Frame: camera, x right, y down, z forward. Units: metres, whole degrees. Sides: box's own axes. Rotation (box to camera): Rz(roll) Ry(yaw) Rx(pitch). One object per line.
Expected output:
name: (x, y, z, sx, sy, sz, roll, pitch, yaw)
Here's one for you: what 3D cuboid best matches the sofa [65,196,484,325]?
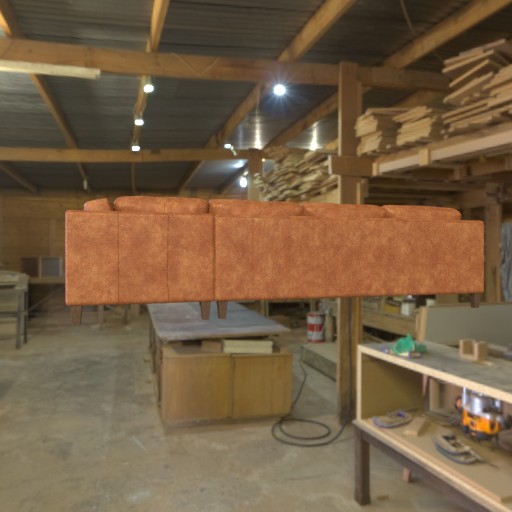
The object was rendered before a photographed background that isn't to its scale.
sofa: (0.000, 0.000, 4.284, 3.167, 0.838, 2.438, 0, 0, -17)
